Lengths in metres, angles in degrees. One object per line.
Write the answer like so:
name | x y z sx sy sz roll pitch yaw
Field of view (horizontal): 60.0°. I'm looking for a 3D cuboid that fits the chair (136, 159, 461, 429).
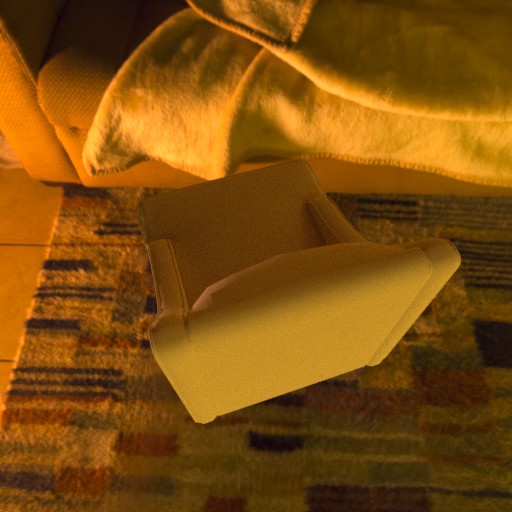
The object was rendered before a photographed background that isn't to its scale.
chair | 0.000 0.000 1.446 0.689 0.886 0.806 -16 61 -9
